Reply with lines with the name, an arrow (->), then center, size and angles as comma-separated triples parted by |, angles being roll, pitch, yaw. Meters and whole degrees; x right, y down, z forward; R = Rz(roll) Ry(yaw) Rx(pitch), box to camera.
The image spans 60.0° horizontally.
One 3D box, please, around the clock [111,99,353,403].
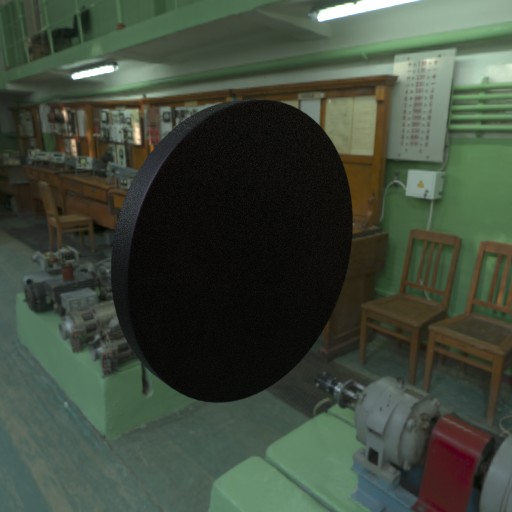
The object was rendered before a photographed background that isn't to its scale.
clock -> 0.000, 0.000, 0.471 | 0.314, 0.314, 0.029 | -15, 22, -41
